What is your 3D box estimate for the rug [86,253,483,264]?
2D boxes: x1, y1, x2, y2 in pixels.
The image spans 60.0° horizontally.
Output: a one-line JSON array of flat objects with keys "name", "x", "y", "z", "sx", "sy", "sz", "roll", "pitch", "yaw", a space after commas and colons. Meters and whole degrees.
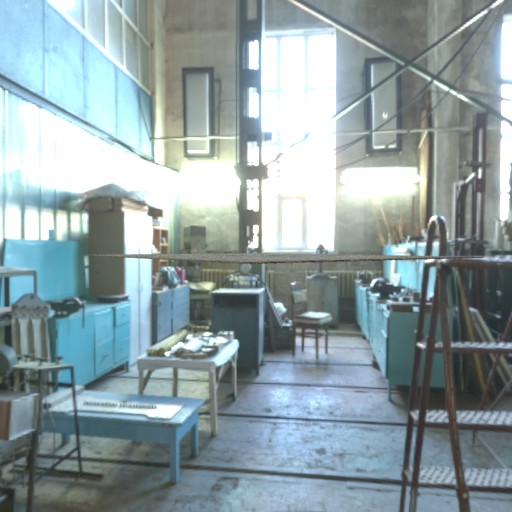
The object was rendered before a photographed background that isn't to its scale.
[{"name": "rug", "x": 0.000, "y": 0.000, "z": 4.276, "sx": 2.379, "sy": 0.011, "sz": 3.221, "roll": -1, "pitch": 1, "yaw": -37}]
